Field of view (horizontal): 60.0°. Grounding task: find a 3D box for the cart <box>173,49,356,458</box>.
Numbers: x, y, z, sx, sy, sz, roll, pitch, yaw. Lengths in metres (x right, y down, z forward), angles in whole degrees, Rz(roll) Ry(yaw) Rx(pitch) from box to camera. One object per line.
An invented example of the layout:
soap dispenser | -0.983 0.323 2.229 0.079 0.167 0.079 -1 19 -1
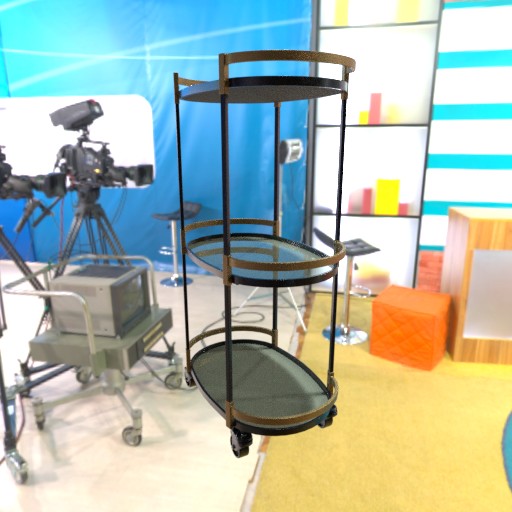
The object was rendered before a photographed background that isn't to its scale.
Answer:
cart | 0.000 0.000 1.128 0.311 0.885 0.515 -8 17 -26
